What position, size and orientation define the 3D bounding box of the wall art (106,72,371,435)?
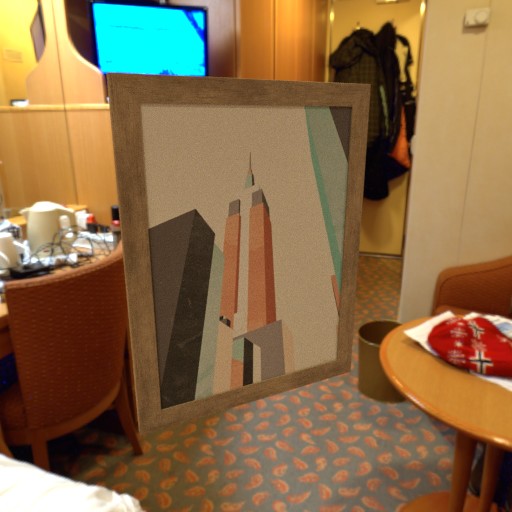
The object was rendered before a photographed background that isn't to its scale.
[{"bbox_3d":[0.000,0.000,0.924,0.534,0.686,0.018,-8,19,-26],"label":"wall art"}]
